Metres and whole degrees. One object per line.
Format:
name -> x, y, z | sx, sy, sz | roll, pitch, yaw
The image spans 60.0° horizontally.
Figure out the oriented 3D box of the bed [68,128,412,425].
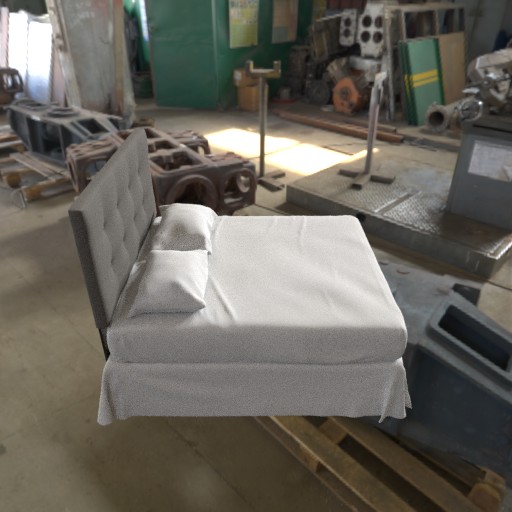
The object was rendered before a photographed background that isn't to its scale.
bed -> 0.000, 0.000, 3.485 | 2.222, 1.577, 1.936 | 0, 31, 0
